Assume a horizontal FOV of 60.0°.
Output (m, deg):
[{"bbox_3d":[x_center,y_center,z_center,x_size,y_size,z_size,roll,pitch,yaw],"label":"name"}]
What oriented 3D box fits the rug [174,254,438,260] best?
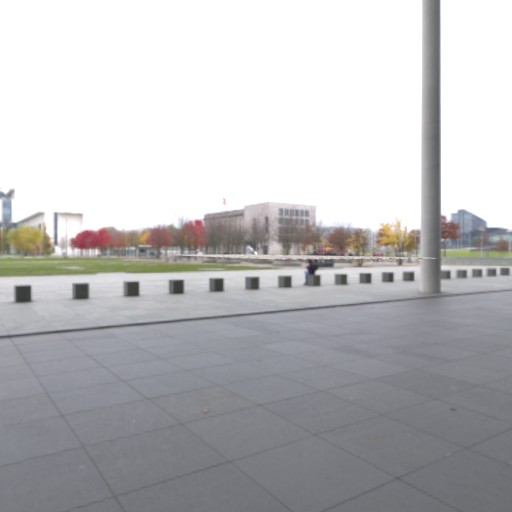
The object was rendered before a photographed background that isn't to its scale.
[{"bbox_3d":[0.000,0.000,2.738,0.660,0.005,2.464,0,1,-19],"label":"rug"}]
